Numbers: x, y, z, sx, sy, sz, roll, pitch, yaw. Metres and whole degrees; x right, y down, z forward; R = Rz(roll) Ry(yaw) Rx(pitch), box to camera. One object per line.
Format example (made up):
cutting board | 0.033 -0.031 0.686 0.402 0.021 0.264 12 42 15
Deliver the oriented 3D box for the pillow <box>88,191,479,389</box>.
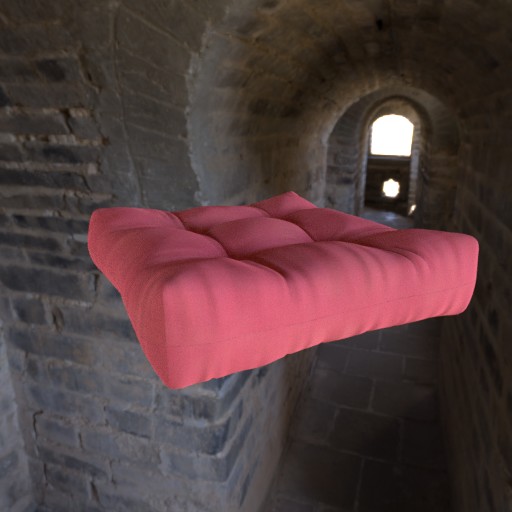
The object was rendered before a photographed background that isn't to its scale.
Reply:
pillow | 0.000 0.000 0.718 0.468 0.128 0.490 -8 18 -26
